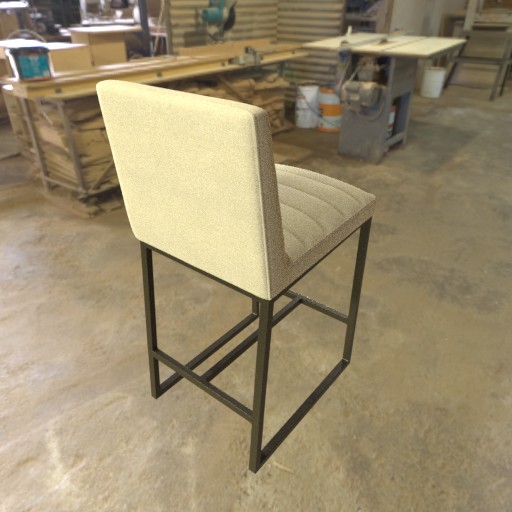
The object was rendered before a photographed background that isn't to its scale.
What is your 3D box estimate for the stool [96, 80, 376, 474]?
[{"bbox_3d":[0.000,0.000,1.255,0.459,0.971,0.567,23,38,32],"label":"stool"}]
